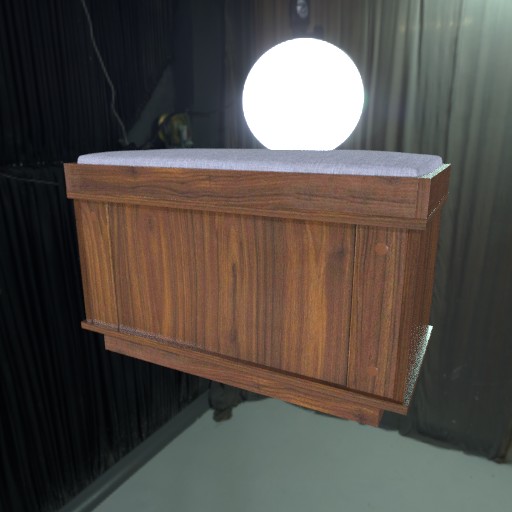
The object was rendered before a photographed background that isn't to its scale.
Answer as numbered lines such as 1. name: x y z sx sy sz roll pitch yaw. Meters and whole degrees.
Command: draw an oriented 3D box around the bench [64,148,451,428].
1. bench: 0.000 0.000 0.987 0.734 0.461 0.362 8 17 26
